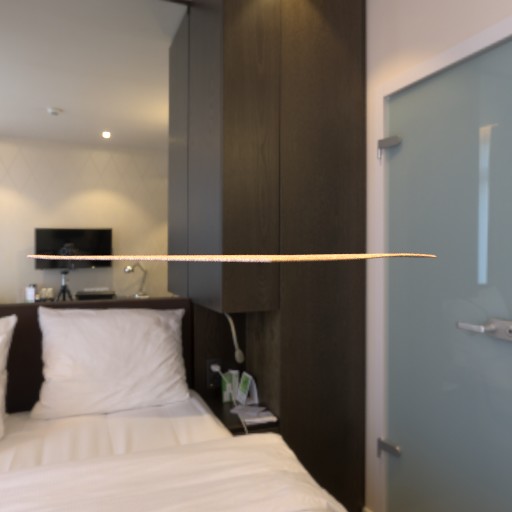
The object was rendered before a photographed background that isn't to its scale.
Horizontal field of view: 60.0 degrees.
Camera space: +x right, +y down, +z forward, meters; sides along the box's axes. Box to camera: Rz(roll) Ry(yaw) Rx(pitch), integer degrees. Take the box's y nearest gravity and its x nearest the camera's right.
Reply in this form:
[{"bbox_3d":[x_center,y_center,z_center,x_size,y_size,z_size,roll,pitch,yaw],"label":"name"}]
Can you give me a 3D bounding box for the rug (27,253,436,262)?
[{"bbox_3d":[0.000,0.000,4.138,2.453,0.043,3.052,0,0,37],"label":"rug"}]
